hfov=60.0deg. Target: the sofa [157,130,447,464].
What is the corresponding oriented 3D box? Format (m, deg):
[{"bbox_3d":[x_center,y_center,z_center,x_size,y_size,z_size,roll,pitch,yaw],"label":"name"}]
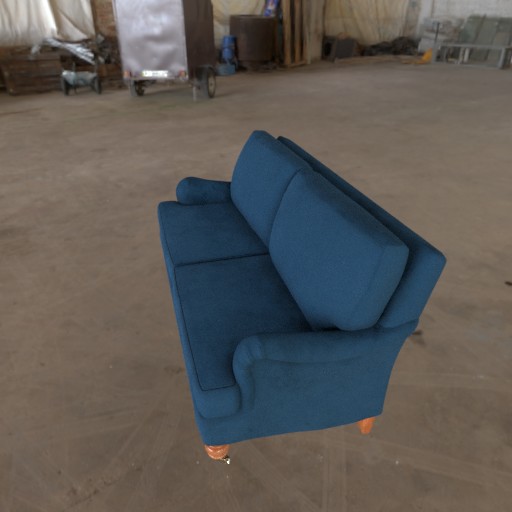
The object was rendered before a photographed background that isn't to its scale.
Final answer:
[{"bbox_3d":[0.000,0.000,2.770,1.084,1.101,2.141,-8,30,-14],"label":"sofa"}]
